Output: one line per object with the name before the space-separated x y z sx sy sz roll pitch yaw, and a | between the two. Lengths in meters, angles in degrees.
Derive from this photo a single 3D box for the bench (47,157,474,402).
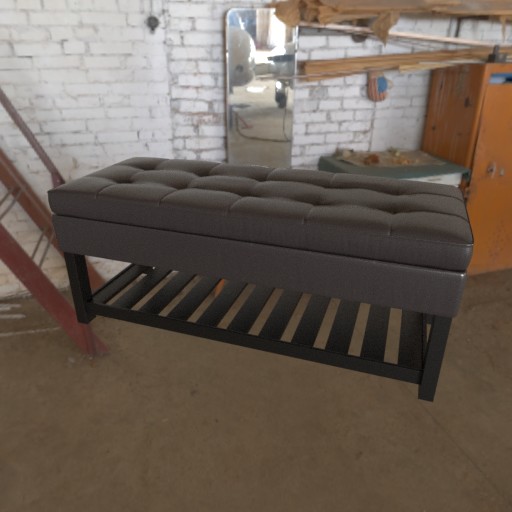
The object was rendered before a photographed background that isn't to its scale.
bench | 0.000 0.000 1.339 1.105 0.460 0.432 9 27 17
